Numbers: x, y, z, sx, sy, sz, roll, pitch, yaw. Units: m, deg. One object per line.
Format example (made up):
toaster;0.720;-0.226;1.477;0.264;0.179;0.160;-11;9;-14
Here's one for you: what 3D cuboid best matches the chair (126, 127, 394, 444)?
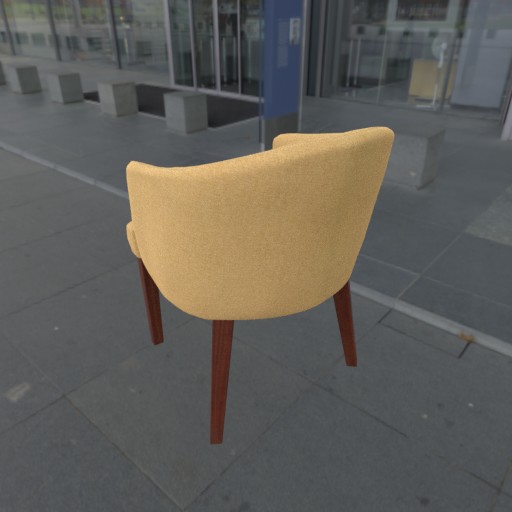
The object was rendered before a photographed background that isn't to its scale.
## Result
chair;0.000;0.000;1.262;0.583;0.811;0.655;-18;34;-29
